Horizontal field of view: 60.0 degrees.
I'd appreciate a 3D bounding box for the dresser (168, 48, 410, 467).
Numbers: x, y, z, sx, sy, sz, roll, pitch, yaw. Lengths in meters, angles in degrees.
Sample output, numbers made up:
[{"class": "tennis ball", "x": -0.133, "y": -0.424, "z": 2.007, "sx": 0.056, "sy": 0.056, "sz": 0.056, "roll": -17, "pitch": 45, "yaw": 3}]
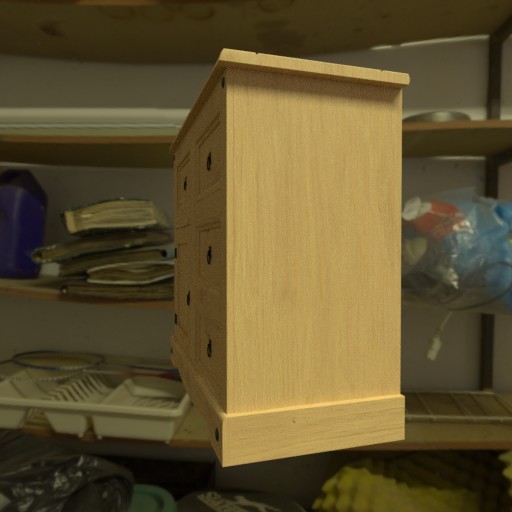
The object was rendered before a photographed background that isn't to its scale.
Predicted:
[{"class": "dresser", "x": 0.000, "y": 0.000, "z": 1.378, "sx": 0.440, "sy": 0.835, "sz": 0.915, "roll": 0, "pitch": 1, "yaw": -17}]
